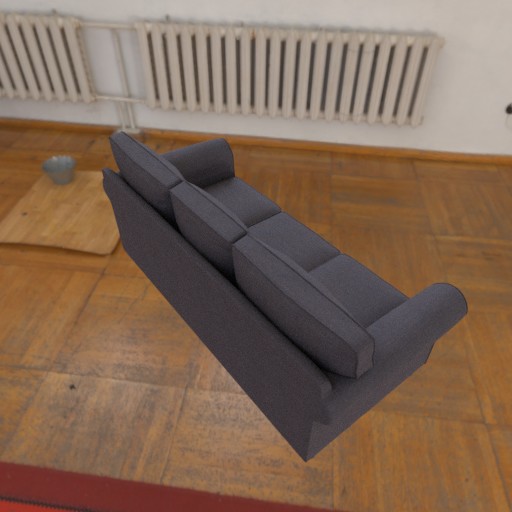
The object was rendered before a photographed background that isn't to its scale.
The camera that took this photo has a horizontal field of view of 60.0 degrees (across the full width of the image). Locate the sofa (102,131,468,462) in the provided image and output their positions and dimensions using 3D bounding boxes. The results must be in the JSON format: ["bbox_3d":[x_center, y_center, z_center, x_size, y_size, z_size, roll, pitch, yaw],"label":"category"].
[{"bbox_3d":[0.000,0.000,2.540,0.909,0.966,2.084,-27,48,-27],"label":"sofa"}]
